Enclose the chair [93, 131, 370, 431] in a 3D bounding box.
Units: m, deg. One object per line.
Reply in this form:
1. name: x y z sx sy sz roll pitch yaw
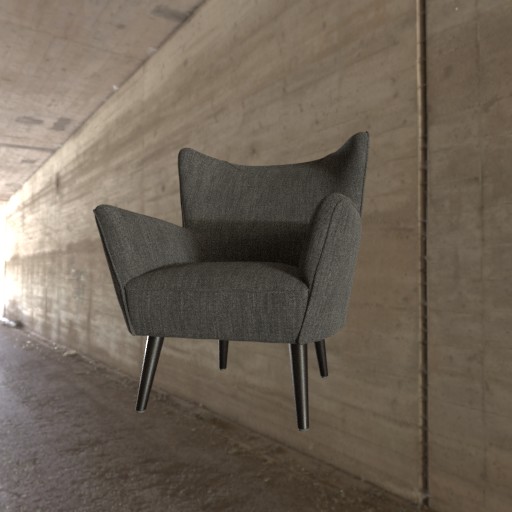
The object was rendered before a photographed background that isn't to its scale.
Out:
1. chair: 0.000 0.000 1.593 0.781 0.933 0.888 0 -1 18
